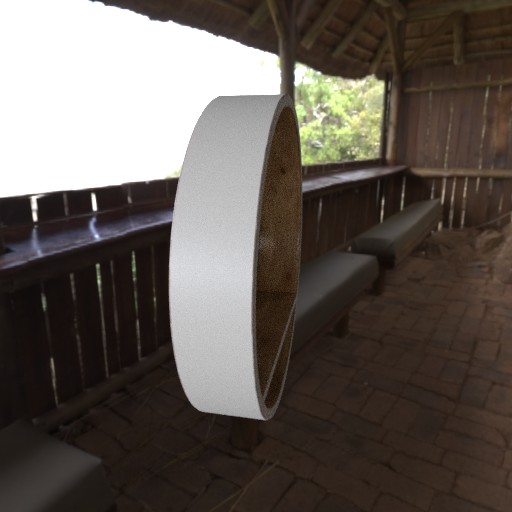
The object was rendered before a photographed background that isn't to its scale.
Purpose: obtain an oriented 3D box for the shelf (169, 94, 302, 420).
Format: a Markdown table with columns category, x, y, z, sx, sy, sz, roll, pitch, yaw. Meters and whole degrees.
| category | x | y | z | sx | sy | sz | roll | pitch | yaw |
| --- | --- | --- | --- | --- | --- | --- | --- | --- | --- |
| shelf | 0.000 | 0.000 | 1.178 | 0.158 | 0.807 | 0.806 | 3 | 17 | 11 |
